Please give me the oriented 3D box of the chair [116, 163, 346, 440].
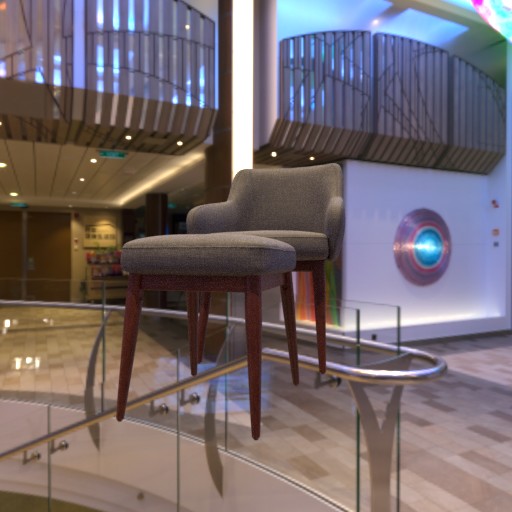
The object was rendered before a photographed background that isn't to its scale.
[{"bbox_3d":[0.000,0.000,1.543,0.584,0.799,1.107,0,1,18],"label":"chair"}]
